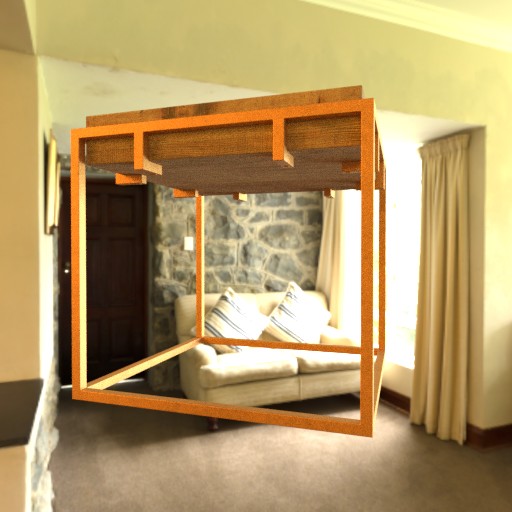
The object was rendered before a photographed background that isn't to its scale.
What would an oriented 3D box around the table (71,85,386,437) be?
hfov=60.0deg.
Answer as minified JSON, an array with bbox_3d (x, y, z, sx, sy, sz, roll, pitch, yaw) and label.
[{"bbox_3d":[0.000,0.000,1.099,0.599,0.584,0.599,0,1,18],"label":"table"}]
